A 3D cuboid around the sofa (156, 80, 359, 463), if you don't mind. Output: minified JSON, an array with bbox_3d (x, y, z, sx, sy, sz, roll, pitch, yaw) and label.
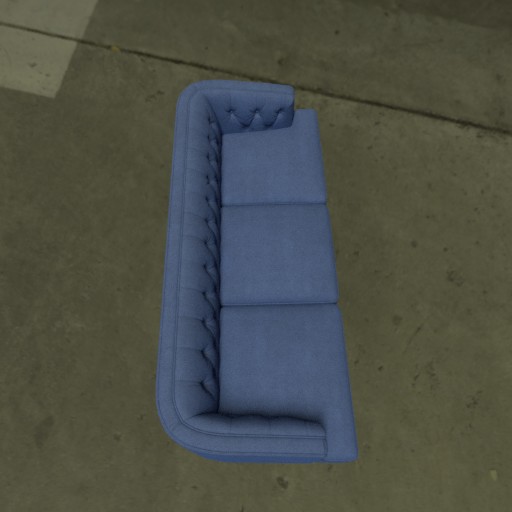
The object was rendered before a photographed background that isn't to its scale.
[{"bbox_3d":[0.000,0.000,2.619,0.914,0.787,2.235,-1,63,-1],"label":"sofa"}]
